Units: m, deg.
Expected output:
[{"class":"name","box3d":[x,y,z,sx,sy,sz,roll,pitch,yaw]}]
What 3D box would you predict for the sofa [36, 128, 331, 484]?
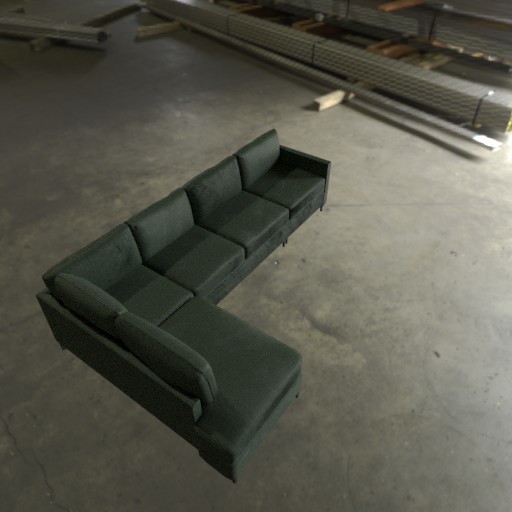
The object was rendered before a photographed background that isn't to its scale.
[{"class":"sofa","box3d":[0.000,0.000,4.299,2.048,0.996,3.384,25,47,26]}]
